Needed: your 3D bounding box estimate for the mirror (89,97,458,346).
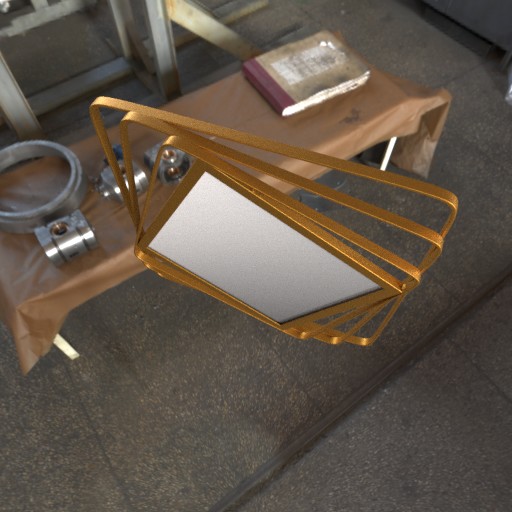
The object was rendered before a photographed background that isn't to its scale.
[{"bbox_3d":[0.000,0.000,0.700,0.470,0.468,0.045,18,61,10],"label":"mirror"}]
